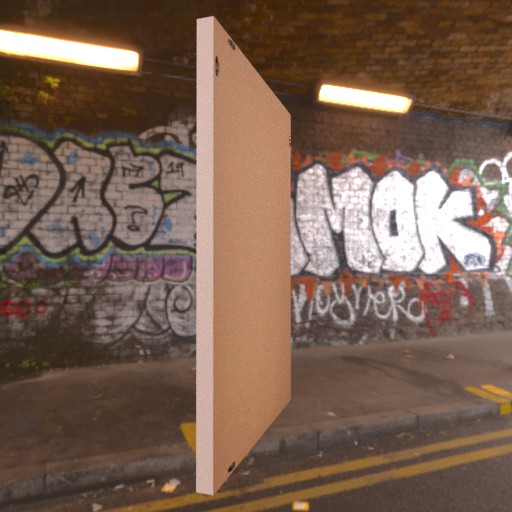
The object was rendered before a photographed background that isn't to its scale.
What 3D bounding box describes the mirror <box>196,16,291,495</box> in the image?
[{"bbox_3d":[0.000,0.000,1.139,0.041,0.915,0.609,0,-1,18],"label":"mirror"}]
